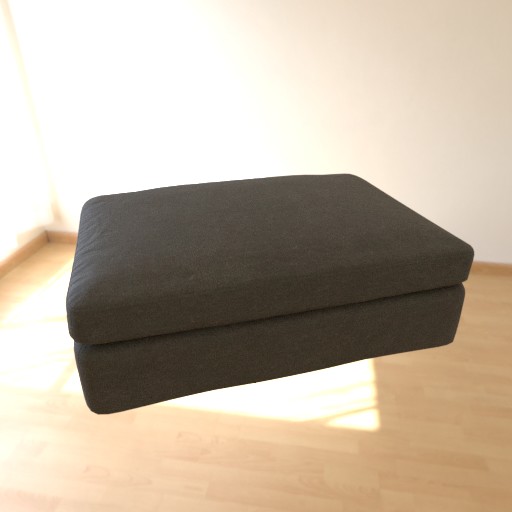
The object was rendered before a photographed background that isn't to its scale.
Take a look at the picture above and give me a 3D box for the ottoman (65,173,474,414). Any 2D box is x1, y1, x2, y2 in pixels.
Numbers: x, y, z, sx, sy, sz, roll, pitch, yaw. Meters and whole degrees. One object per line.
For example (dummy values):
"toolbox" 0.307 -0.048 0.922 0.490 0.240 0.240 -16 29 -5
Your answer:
"ottoman" 0.000 0.000 1.590 1.199 0.429 0.840 -8 28 -14
